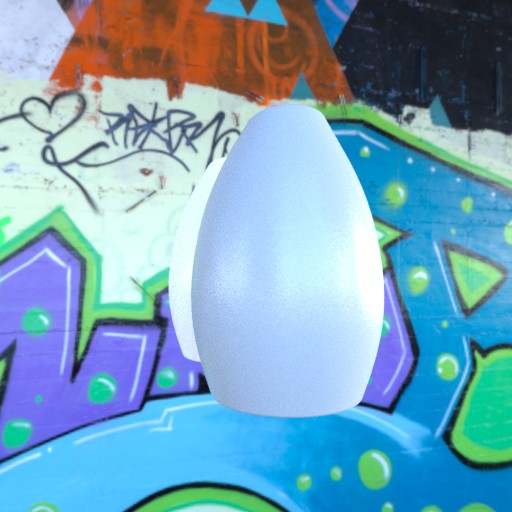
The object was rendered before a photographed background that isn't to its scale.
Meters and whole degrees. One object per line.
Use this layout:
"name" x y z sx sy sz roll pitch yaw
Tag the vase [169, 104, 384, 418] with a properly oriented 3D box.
"vase" 0.000 0.000 0.257 0.089 0.131 0.187 0 -1 -17
